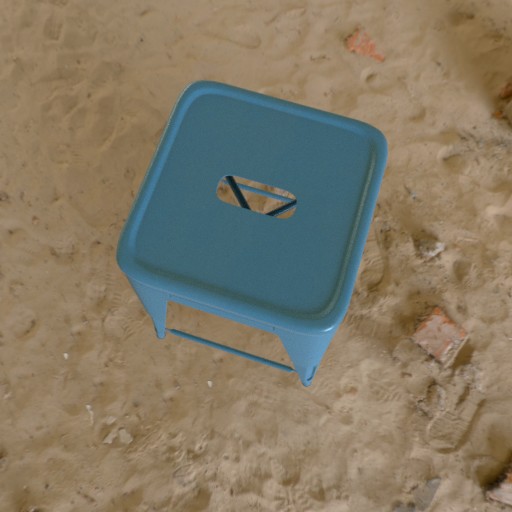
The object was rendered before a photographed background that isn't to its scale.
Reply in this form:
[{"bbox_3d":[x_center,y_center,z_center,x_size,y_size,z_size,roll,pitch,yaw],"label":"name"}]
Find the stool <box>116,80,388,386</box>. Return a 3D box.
[{"bbox_3d":[0.000,0.000,0.877,0.410,0.608,0.410,17,75,5],"label":"stool"}]
